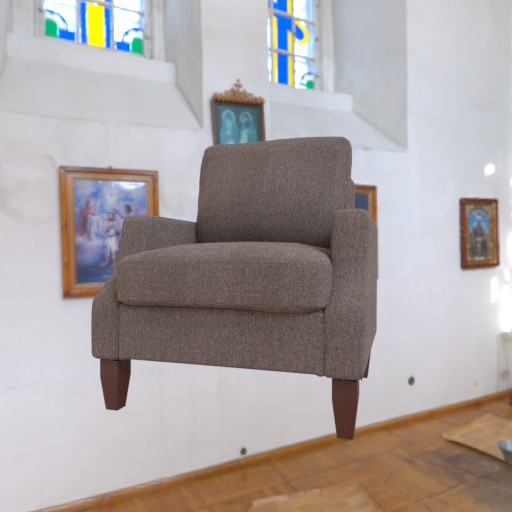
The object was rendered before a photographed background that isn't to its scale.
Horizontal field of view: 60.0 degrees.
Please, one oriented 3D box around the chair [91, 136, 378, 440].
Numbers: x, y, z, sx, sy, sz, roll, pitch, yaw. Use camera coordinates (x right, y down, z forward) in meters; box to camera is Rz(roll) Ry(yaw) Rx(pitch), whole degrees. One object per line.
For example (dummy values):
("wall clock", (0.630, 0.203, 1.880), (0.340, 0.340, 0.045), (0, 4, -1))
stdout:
("chair", (0.000, 0.000, 1.671), (0.855, 0.993, 0.897), (0, 0, 18))
